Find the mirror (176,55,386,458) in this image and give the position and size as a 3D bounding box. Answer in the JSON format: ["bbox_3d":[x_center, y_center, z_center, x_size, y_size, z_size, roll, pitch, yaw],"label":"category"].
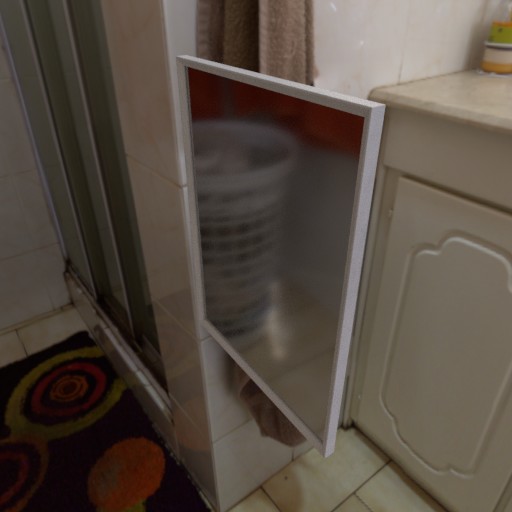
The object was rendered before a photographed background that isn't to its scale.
[{"bbox_3d":[0.000,0.000,1.321,0.041,1.016,0.762,-21,37,-29],"label":"mirror"}]
